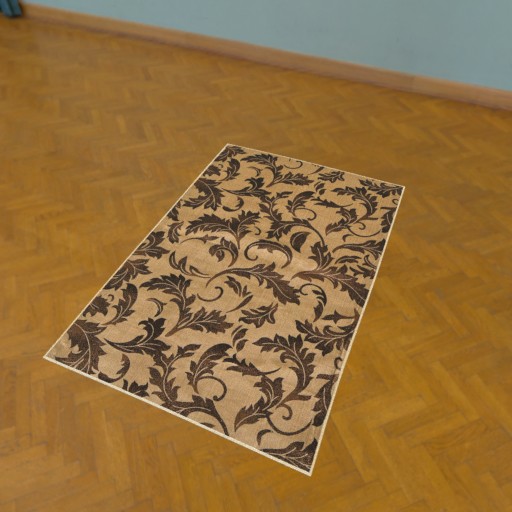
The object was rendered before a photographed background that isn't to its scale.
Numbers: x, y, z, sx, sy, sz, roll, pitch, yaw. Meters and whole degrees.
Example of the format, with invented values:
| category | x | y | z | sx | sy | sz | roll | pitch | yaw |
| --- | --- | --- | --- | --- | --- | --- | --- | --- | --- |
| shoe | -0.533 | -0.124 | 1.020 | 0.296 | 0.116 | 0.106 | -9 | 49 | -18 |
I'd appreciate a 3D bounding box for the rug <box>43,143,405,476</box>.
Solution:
| category | x | y | z | sx | sy | sz | roll | pitch | yaw |
| --- | --- | --- | --- | --- | --- | --- | --- | --- | --- |
| rug | 0.000 | 0.000 | 2.893 | 1.522 | 0.008 | 2.284 | 17 | 49 | 16 |
